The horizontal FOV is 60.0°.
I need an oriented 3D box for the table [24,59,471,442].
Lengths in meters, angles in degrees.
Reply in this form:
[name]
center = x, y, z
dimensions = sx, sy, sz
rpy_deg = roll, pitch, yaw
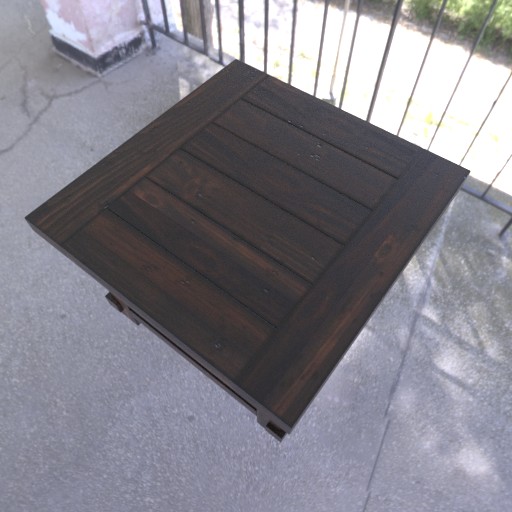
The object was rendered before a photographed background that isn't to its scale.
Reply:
[table]
center = 0.000, 0.000, 1.015
dimensions = 0.593, 0.437, 0.606
rpy_deg = 33, 63, 19
